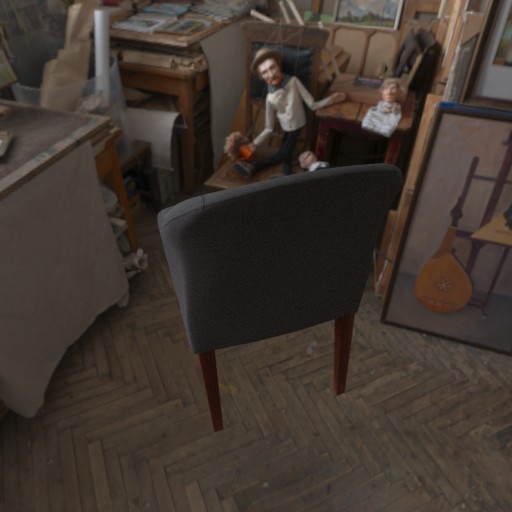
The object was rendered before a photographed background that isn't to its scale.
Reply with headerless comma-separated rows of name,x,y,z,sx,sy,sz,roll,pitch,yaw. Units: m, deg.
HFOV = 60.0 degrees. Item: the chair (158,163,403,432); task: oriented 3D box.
chair,0.000,0.000,1.260,0.506,0.879,0.619,-12,43,-13
